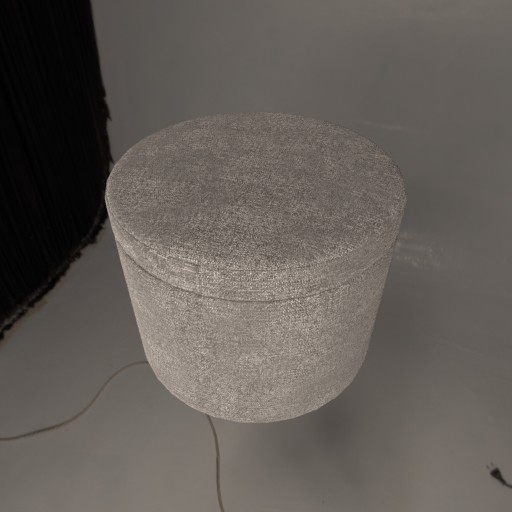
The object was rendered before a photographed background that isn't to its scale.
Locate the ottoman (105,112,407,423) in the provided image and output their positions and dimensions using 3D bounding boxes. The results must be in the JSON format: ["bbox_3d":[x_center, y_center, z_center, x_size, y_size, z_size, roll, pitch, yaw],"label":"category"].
[{"bbox_3d":[0.000,0.000,0.873,0.500,0.419,0.500,0,41,0],"label":"ottoman"}]
